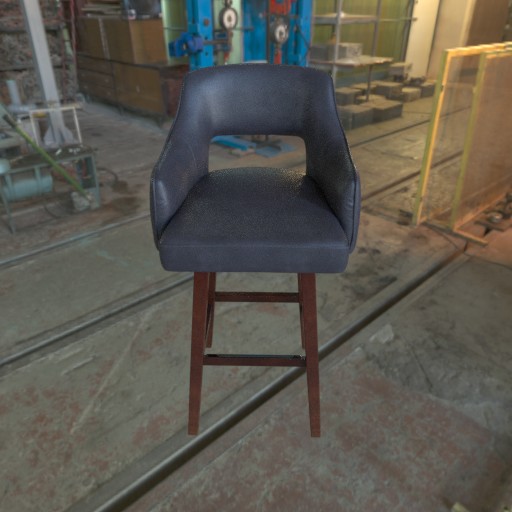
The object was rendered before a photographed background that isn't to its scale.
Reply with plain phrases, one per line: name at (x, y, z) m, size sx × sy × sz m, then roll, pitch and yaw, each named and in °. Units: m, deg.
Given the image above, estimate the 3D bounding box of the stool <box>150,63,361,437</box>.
stool at (0.000, 0.000, 1.374) m, size 0.550 × 1.041 × 0.560 m, roll 1°, pitch 30°, yaw 1°
